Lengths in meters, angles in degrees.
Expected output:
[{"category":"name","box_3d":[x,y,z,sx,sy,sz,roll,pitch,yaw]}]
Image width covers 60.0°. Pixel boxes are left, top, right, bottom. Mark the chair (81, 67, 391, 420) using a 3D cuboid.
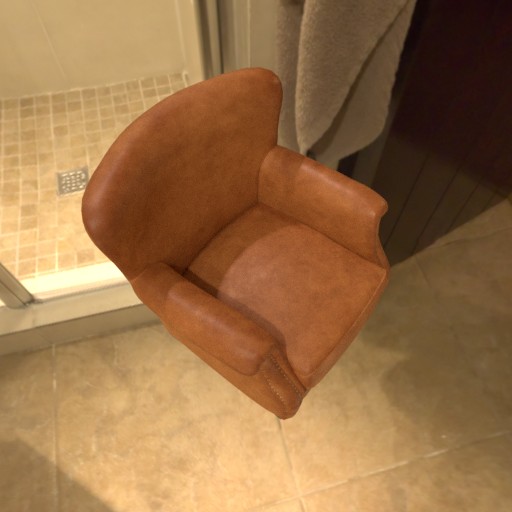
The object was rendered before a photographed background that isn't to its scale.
[{"category":"chair","box_3d":[0.000,0.000,1.672,0.921,0.936,0.861,34,65,19]}]
